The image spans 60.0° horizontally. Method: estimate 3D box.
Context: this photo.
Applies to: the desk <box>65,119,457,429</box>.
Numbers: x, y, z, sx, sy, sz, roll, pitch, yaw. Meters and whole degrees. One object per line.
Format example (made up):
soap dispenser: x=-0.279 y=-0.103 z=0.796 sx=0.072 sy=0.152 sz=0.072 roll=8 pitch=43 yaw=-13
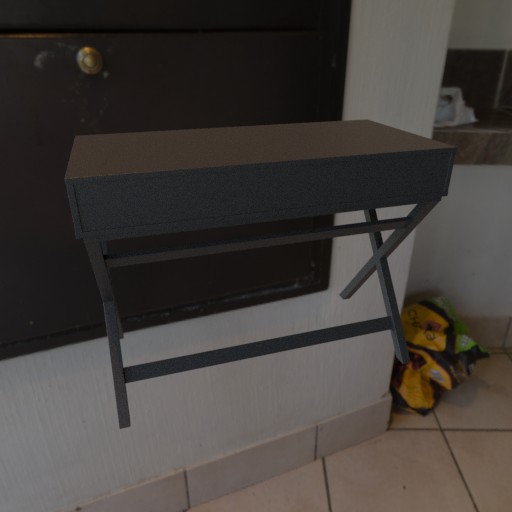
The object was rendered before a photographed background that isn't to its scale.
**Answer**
desk: x=0.000 y=0.000 z=1.523 sx=1.057 sy=0.780 sz=0.504 roll=-8 pitch=27 yaw=-16
